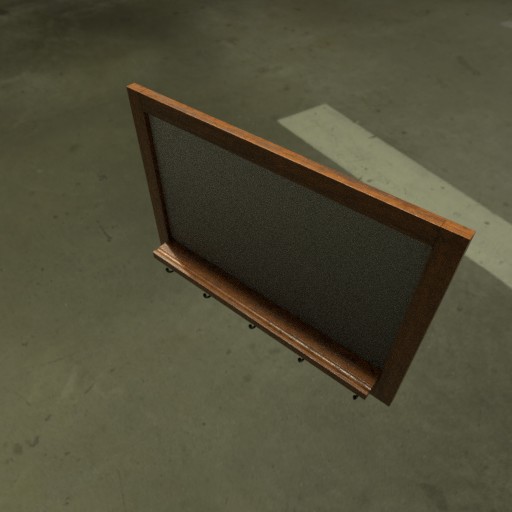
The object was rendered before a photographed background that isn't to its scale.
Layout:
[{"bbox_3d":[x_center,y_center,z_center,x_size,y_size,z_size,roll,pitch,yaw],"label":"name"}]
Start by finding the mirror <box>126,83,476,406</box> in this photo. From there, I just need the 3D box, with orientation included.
[{"bbox_3d":[0.000,0.000,0.982,0.758,0.537,0.084,30,53,26],"label":"mirror"}]
